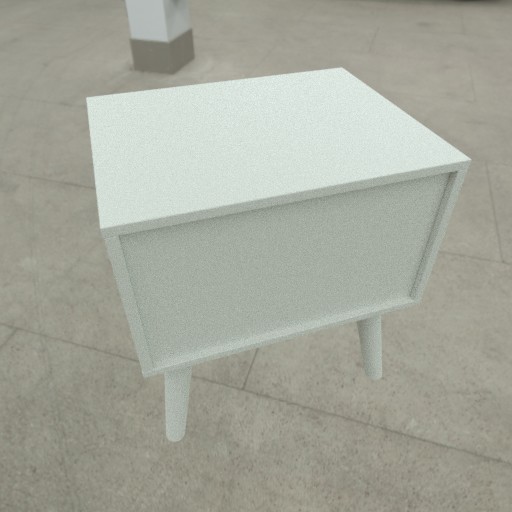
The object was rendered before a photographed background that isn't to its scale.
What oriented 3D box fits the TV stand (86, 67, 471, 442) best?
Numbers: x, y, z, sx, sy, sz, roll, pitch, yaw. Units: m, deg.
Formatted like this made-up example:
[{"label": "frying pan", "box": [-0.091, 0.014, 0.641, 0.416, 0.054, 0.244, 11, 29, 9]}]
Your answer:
[{"label": "TV stand", "box": [0.000, 0.000, 0.894, 0.508, 0.559, 0.405, -12, 43, -14]}]
